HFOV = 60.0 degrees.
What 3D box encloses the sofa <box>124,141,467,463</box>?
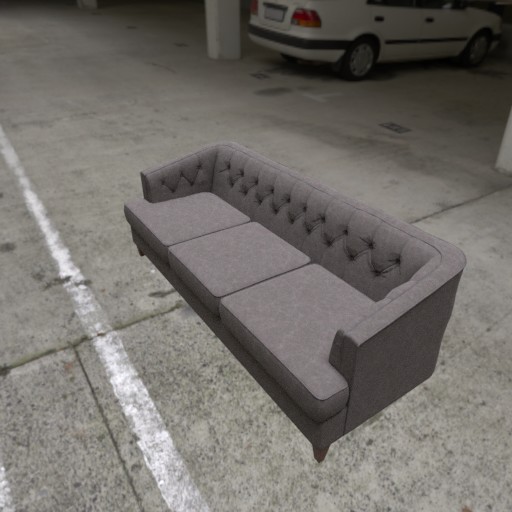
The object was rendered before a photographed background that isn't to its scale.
[{"bbox_3d":[0.000,0.000,2.713,0.917,0.806,2.247,-19,36,-28],"label":"sofa"}]
